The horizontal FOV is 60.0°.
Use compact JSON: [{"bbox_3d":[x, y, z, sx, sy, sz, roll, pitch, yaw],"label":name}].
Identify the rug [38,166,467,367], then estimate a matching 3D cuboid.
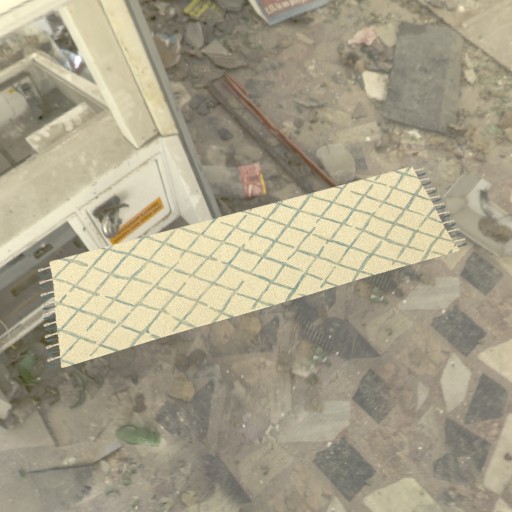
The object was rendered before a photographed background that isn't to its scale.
[{"bbox_3d":[0.000,0.000,2.506,2.372,0.008,0.620,-16,65,-8],"label":"rug"}]
